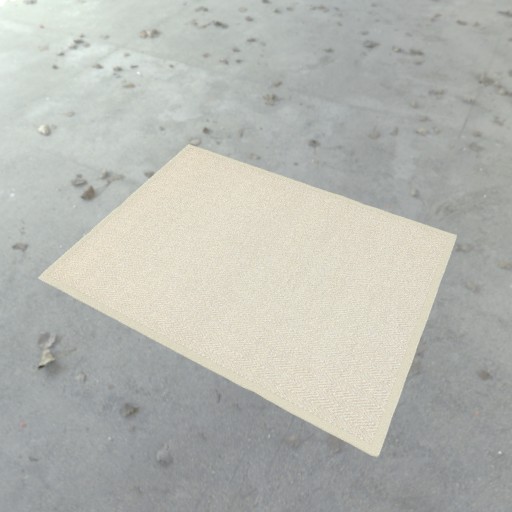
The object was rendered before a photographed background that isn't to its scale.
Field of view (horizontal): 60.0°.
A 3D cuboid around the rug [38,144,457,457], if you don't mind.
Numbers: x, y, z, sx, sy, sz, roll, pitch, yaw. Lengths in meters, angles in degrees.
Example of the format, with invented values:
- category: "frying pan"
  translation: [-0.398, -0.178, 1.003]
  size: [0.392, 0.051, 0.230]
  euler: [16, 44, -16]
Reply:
- category: "rug"
  translation: [0.000, 0.000, 4.784]
  size: [3.659, 0.037, 2.734]
  euler: [23, 52, 19]
